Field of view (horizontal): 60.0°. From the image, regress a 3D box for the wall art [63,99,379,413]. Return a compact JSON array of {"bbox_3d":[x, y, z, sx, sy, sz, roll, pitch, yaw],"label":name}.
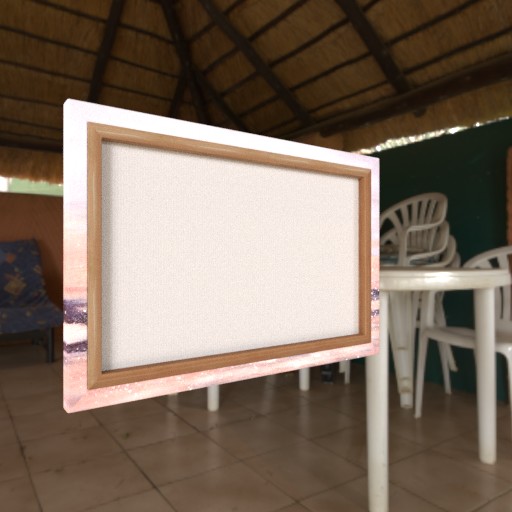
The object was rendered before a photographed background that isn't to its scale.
[{"bbox_3d":[0.000,0.000,1.131,0.913,0.609,0.038,0,0,-35],"label":"wall art"}]
